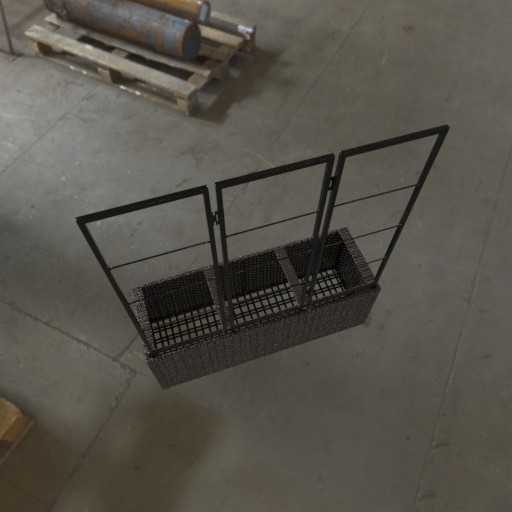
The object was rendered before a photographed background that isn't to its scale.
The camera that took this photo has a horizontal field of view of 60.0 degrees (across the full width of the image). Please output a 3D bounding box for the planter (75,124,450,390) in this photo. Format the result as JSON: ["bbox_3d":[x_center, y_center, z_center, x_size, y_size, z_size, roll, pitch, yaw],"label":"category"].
[{"bbox_3d":[0.000,0.000,1.154,0.699,0.841,0.244,-16,58,-10],"label":"planter"}]
